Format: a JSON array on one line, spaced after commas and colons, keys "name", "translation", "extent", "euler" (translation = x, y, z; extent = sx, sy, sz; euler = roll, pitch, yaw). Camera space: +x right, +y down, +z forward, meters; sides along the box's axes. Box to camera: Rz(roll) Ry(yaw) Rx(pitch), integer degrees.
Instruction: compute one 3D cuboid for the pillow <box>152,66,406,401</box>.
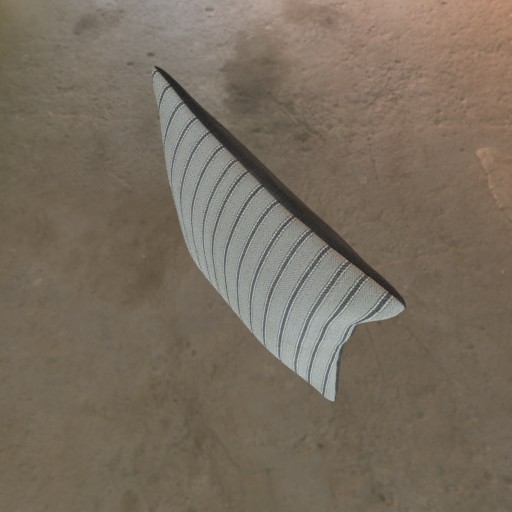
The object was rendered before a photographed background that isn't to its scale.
[{"name": "pillow", "translation": [0.000, 0.000, 0.712], "extent": [0.138, 0.444, 0.468], "euler": [-35, 67, -17]}]
